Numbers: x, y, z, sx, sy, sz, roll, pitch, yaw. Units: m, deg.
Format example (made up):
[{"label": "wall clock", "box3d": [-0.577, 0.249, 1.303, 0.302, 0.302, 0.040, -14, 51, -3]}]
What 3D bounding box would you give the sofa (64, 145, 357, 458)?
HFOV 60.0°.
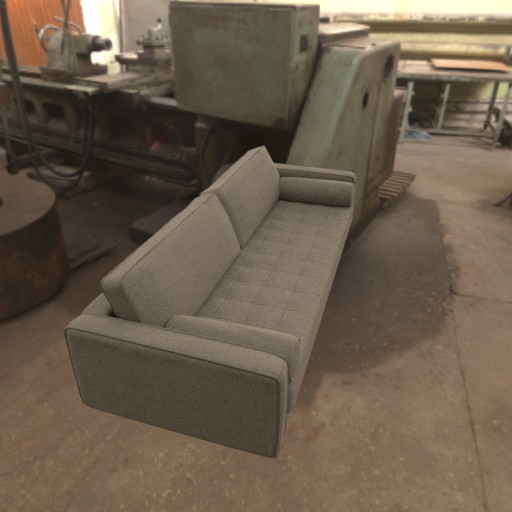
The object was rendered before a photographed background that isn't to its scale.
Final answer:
[{"label": "sofa", "box3d": [0.000, 0.000, 2.598, 0.914, 0.762, 2.211, 9, 31, 15]}]
